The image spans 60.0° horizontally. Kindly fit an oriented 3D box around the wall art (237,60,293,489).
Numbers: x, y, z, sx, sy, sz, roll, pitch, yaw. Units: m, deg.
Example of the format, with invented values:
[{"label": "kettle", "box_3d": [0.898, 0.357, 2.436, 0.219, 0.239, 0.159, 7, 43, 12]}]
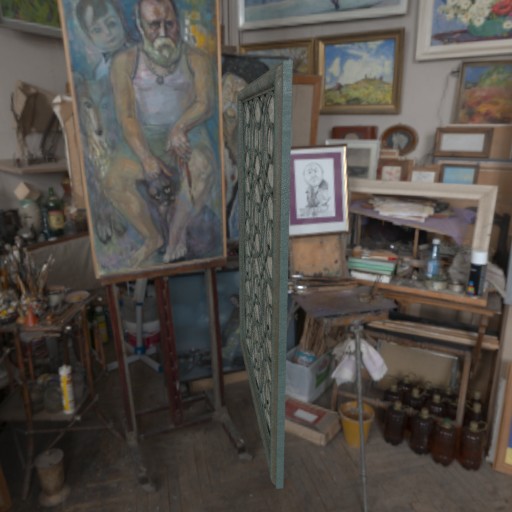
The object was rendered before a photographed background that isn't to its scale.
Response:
[{"label": "wall art", "box_3d": [0.000, 0.000, 1.327, 0.030, 0.983, 0.767, -2, 17, -8]}]
